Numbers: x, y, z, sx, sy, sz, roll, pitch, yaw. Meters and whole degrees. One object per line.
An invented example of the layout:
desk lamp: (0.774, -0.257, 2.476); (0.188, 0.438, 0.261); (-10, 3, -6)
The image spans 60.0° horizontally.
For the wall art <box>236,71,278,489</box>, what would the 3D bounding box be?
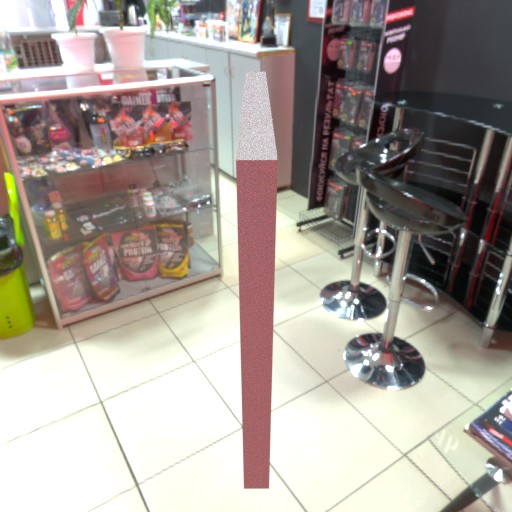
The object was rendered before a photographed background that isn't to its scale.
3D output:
wall art: (0.000, 0.000, 0.748); (0.038, 0.506, 0.506); (0, 31, 0)
